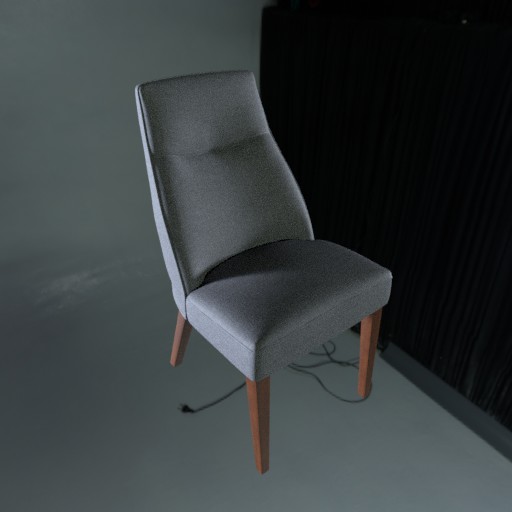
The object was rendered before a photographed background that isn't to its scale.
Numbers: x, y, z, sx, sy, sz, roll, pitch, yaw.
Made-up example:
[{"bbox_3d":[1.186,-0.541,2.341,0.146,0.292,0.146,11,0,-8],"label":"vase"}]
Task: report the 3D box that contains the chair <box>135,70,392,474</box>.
[{"bbox_3d":[0.000,0.000,1.289,0.500,0.930,0.620,-22,38,-32],"label":"chair"}]
